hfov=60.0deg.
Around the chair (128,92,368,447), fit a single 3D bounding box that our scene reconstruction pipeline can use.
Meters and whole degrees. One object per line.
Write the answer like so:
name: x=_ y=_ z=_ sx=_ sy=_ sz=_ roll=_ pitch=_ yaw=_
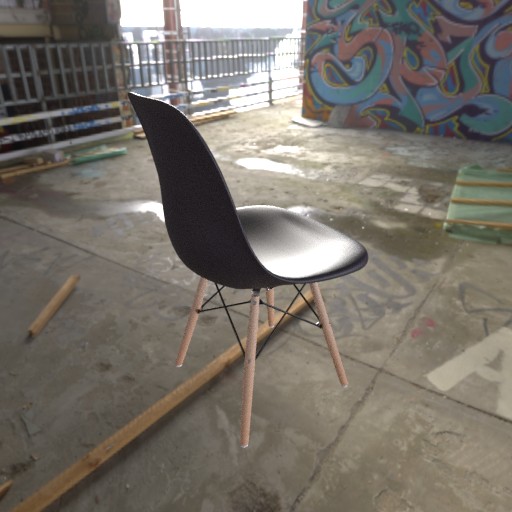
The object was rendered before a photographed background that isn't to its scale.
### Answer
chair: x=0.000 y=0.000 z=1.146 sx=0.533 sy=0.825 sz=0.470 roll=-18 pitch=32 yaw=-31
